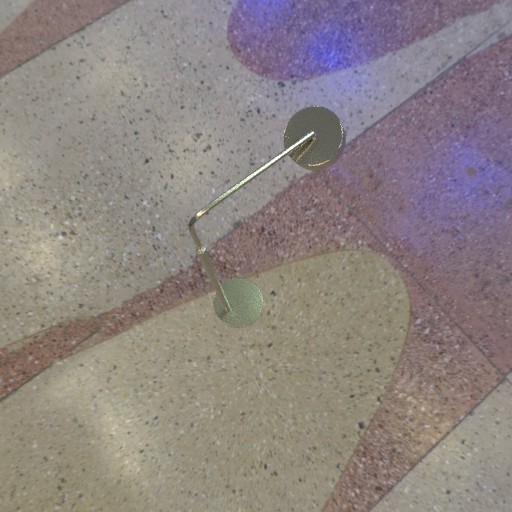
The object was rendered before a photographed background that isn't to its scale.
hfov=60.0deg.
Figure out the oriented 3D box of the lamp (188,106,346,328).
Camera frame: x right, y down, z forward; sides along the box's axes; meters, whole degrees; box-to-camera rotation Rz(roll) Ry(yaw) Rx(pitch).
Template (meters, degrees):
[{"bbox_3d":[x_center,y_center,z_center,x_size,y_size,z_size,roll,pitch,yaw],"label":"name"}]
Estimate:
[{"bbox_3d":[0.000,0.000,1.424,0.421,1.250,0.222,-37,78,-9],"label":"lamp"}]
